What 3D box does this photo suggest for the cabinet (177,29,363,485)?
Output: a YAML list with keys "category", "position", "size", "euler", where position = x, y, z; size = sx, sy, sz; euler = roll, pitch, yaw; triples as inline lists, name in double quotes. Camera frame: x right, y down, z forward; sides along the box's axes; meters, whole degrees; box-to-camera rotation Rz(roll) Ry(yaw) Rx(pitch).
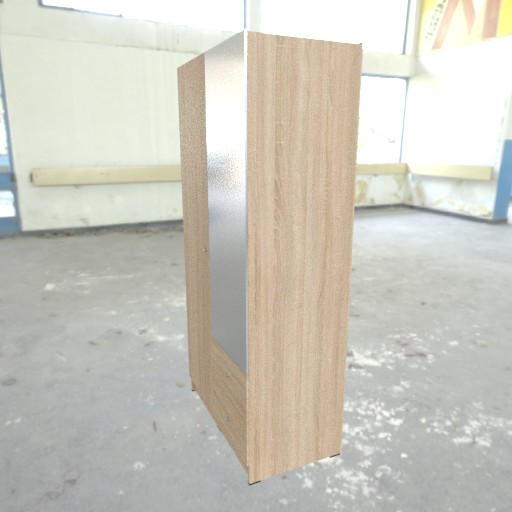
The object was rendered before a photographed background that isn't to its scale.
- category: "cabinet"
  position: [0.000, 0.000, 2.546]
  size: [0.590, 2.121, 1.001]
  euler: [-6, 15, -24]
